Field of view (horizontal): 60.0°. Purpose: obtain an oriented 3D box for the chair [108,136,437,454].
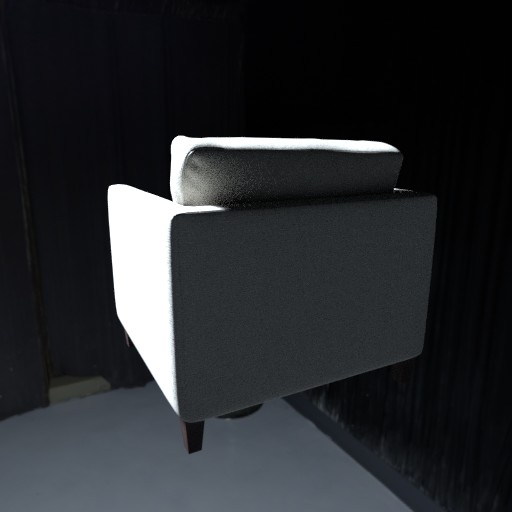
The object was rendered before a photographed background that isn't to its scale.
[{"bbox_3d":[0.000,0.000,1.790,0.996,0.919,0.959,-7,16,-27],"label":"chair"}]
